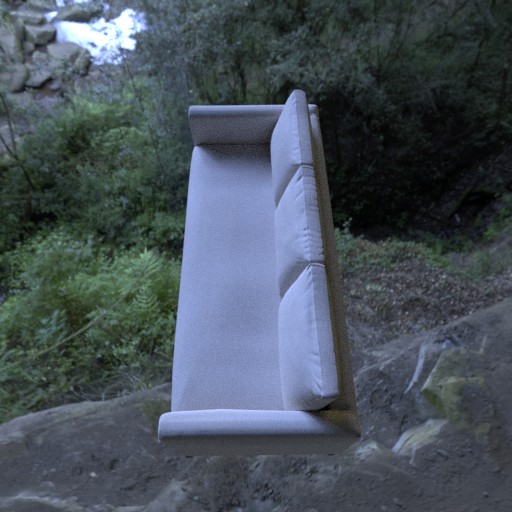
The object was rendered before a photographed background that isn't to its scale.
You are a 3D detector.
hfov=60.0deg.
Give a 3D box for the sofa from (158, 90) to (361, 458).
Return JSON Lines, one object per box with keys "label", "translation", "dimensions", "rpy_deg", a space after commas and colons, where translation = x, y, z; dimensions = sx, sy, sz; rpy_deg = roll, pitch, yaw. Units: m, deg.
{"label": "sofa", "translation": [0.000, 0.000, 2.695], "dimensions": [0.902, 0.911, 2.198], "rpy_deg": [-1, 58, 0]}
